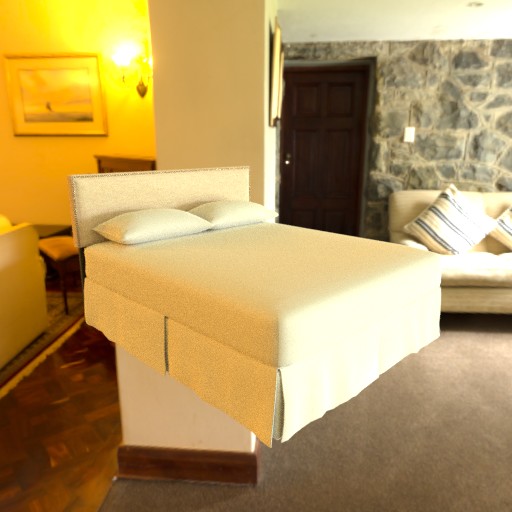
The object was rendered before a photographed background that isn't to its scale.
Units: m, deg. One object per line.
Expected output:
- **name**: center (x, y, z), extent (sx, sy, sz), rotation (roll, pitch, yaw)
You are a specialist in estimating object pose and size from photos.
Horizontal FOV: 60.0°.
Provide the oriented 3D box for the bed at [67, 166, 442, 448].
- **bed**: center (0.000, 0.000, 2.856), extent (1.616, 1.016, 1.876), rotation (-14, 20, -43)
